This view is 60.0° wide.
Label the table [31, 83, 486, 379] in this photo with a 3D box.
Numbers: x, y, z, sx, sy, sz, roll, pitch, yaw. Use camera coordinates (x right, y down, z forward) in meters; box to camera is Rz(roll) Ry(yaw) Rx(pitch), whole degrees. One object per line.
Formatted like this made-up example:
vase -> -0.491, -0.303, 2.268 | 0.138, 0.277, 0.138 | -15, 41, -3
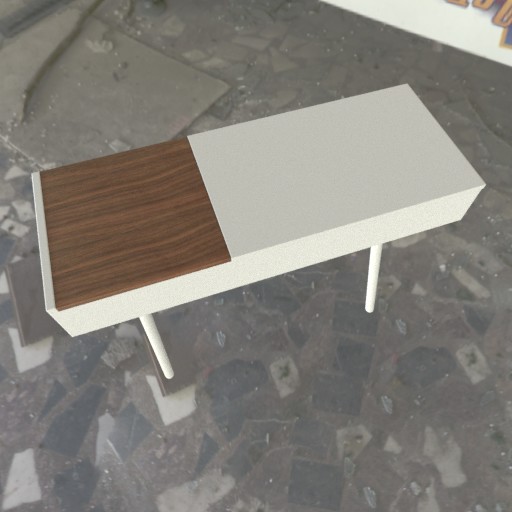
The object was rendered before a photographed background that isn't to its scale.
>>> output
table -> 0.000, 0.000, 1.450 | 1.066, 0.785, 0.418 | -16, 61, -10
